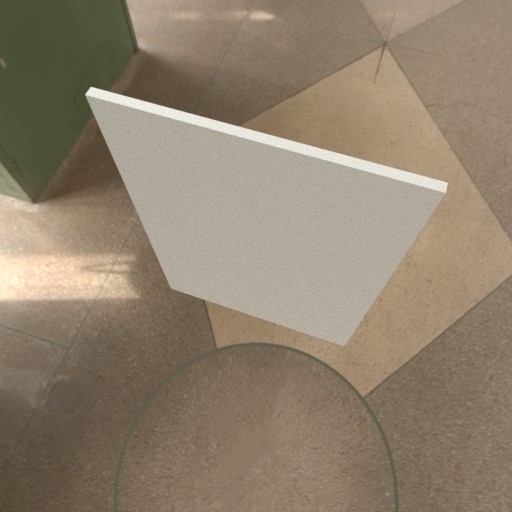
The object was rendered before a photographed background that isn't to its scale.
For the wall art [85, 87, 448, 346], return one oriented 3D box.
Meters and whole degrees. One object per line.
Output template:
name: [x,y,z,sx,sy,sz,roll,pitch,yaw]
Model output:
wall art: [0.000,0.000,0.683,0.381,0.533,0.013,17,64,9]
